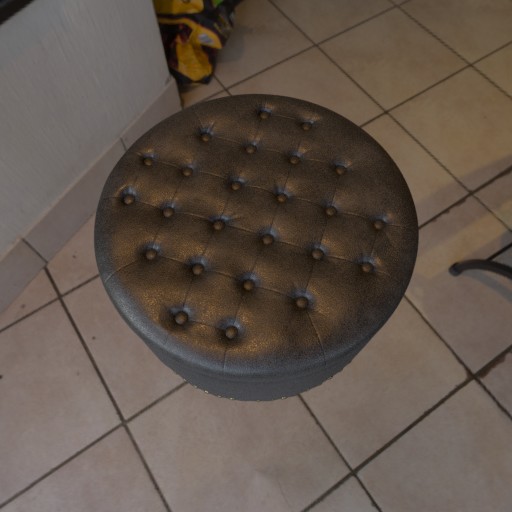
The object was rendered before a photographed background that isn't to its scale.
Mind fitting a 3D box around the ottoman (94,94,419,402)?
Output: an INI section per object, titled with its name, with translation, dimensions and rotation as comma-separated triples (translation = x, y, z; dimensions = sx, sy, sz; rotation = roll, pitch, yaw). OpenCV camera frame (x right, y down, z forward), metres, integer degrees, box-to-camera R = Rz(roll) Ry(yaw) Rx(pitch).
[ottoman]
translation = 0.000, 0.000, 1.044
dimensions = 0.637, 0.442, 0.637
rotation = 0, 64, 0
